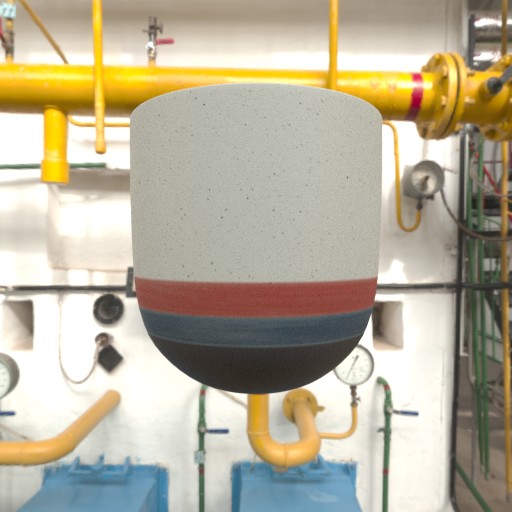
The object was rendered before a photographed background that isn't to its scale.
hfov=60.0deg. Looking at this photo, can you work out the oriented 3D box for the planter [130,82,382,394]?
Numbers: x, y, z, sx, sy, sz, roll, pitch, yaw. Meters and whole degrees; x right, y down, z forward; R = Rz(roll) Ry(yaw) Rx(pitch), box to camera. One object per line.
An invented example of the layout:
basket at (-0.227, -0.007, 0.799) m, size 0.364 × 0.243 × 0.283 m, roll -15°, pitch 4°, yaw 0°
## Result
planter at (0.000, 0.000, 0.372) m, size 0.204 × 0.214 × 0.204 m, roll 0°, pitch 1°, yaw 0°
